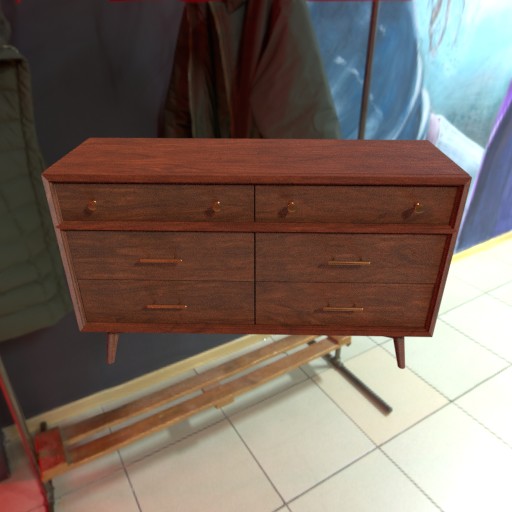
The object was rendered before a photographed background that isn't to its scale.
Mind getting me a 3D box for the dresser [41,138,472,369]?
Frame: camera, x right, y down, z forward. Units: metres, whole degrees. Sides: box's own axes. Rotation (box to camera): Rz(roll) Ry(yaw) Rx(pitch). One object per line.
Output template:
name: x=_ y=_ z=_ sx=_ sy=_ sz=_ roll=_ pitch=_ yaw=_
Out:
dresser: x=0.000 y=0.000 z=1.929 sx=1.472 sy=0.889 sz=0.500 roll=1 pitch=29 yaw=1
